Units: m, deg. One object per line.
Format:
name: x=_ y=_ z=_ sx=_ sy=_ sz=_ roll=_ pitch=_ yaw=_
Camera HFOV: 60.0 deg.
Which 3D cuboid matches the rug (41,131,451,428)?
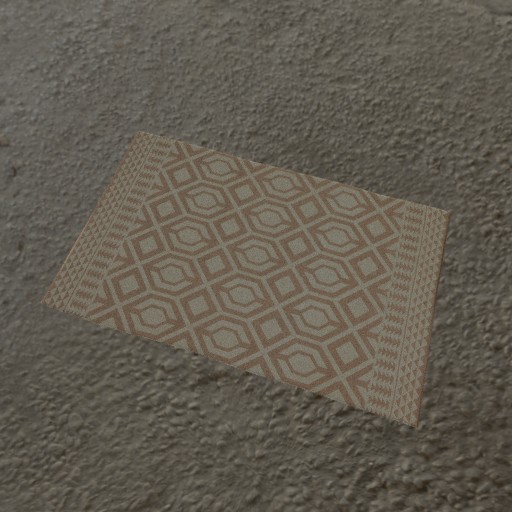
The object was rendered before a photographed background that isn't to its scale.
rug: x=0.000 y=0.000 z=3.011 sx=2.435 sy=0.011 sz=1.526 roll=16 pitch=65 yaw=8
